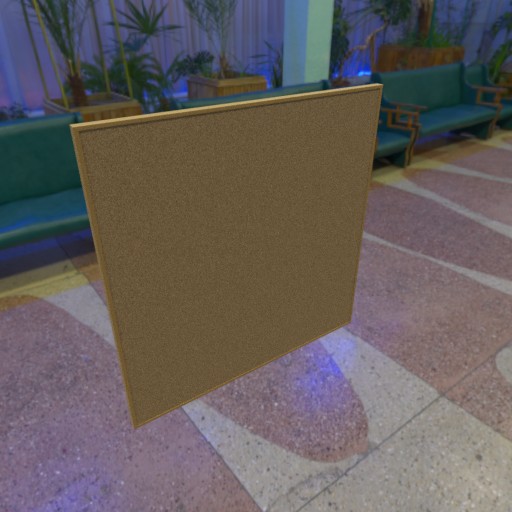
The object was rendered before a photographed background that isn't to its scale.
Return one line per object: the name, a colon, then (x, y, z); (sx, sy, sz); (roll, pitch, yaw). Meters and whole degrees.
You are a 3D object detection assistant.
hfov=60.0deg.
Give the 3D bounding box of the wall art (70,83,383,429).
wall art: (0.000, 0.000, 0.676); (0.457, 0.455, 0.013); (-19, 35, -29)
